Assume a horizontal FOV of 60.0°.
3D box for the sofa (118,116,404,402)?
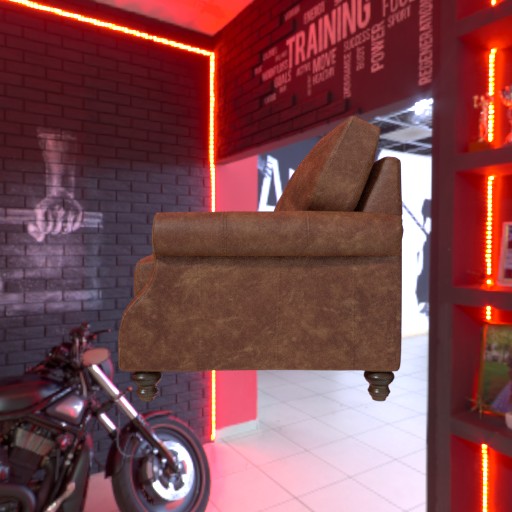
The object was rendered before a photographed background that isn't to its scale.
[{"bbox_3d":[0.000,0.000,2.193,0.990,0.967,1.616,0,1,0],"label":"sofa"}]
